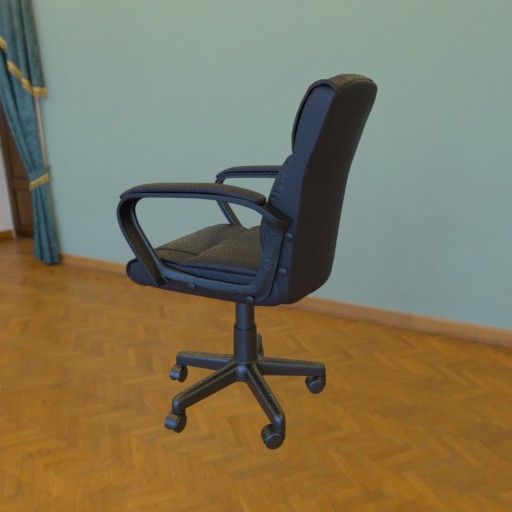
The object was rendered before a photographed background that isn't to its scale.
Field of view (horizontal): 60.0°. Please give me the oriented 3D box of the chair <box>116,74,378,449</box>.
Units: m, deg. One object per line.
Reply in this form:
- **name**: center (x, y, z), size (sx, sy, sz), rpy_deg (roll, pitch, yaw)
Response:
- **chair**: center (0.000, 0.000, 1.349), size (0.641, 0.998, 0.576), rpy_deg (7, 18, 23)
